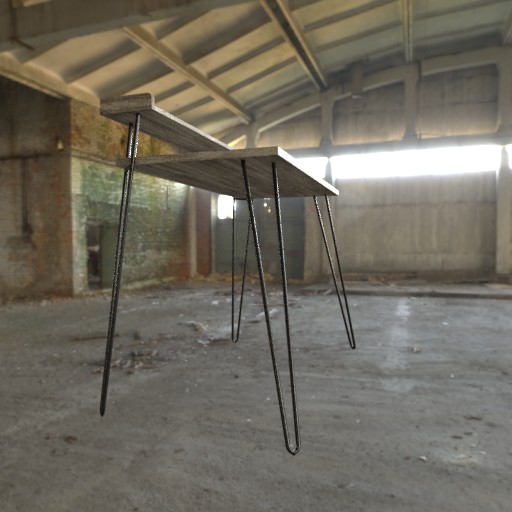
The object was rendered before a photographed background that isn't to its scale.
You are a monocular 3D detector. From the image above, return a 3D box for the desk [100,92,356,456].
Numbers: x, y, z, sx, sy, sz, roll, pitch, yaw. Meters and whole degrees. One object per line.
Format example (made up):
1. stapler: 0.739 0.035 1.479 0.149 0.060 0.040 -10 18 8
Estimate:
1. desk: 0.000 0.000 1.644 0.605 0.899 1.135 0 1 19
